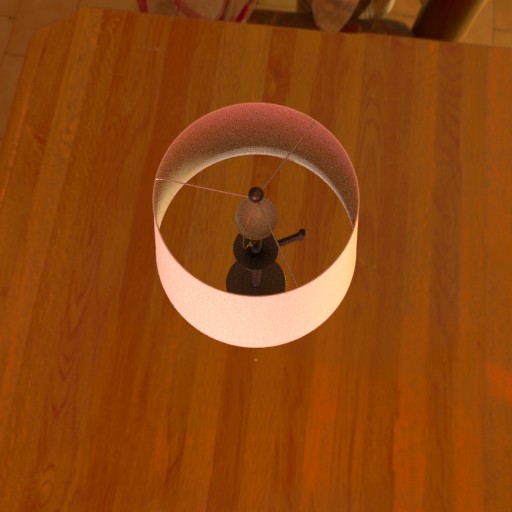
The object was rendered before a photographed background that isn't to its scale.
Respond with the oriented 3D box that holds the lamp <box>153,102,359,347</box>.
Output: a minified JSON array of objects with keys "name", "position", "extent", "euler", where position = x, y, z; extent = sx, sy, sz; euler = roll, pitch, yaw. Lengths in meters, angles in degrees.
[{"name":"lamp","position":[0.000,0.000,0.886],"extent":[0.363,0.696,0.363],"euler":[0,77,0]}]
